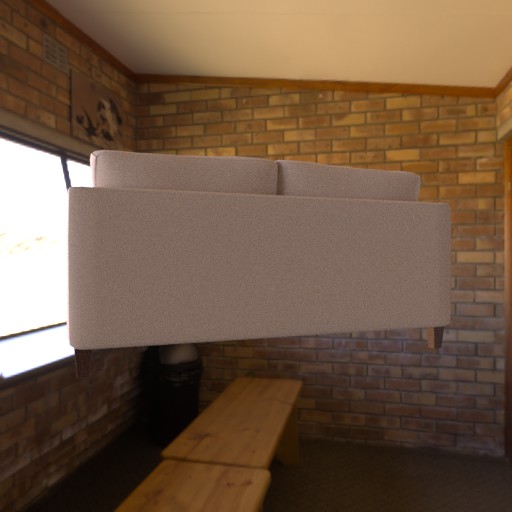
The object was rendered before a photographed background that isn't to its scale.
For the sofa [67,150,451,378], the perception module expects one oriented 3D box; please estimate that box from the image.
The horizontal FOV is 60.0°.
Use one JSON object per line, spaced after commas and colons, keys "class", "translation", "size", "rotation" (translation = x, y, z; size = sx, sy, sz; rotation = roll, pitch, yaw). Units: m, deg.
{"class": "sofa", "translation": [0.000, 0.000, 2.252], "size": [1.722, 0.888, 0.873], "rotation": [0, 0, -19]}
